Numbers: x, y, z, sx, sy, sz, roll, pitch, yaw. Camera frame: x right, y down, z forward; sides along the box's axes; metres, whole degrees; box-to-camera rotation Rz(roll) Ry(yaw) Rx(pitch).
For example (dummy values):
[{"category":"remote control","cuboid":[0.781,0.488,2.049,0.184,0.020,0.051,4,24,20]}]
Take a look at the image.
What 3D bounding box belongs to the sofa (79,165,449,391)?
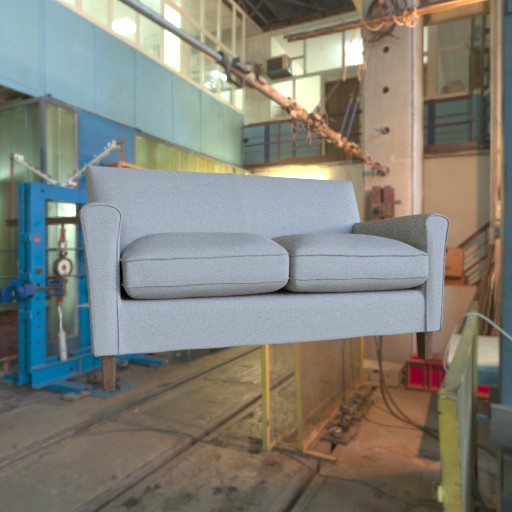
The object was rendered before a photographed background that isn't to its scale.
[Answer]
[{"category":"sofa","cuboid":[0.000,0.000,2.033,1.482,0.890,0.888,0,1,-19]}]
